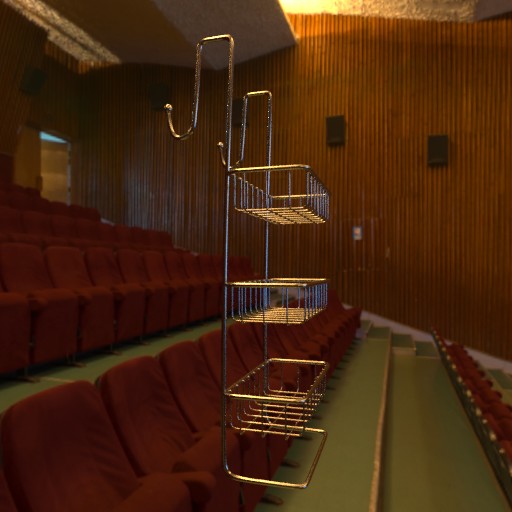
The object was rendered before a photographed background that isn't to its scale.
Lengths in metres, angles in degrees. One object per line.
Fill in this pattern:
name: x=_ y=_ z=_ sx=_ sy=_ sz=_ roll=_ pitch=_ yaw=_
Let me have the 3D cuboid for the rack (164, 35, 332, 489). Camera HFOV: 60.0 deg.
rack: x=0.000 y=0.000 z=0.662 sx=0.202 sy=0.574 sz=0.228 roll=0 pitch=-2 yaw=17
